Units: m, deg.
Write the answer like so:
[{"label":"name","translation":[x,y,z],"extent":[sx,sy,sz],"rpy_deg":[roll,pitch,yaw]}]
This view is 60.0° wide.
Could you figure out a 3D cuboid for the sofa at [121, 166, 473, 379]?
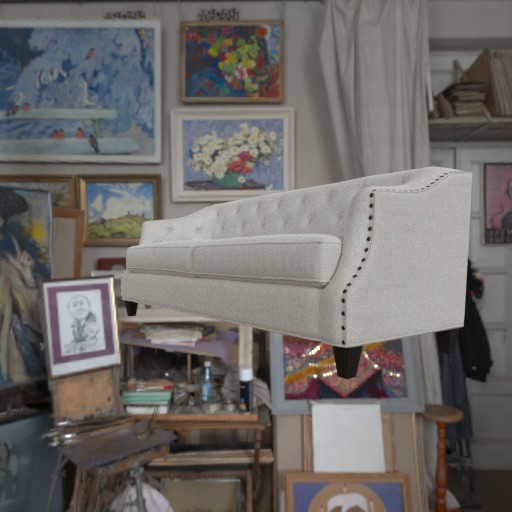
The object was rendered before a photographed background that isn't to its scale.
[{"label":"sofa","translation":[0.000,0.000,2.721],"extent":[0.914,0.901,2.235],"rpy_deg":[0,0,-37]}]
